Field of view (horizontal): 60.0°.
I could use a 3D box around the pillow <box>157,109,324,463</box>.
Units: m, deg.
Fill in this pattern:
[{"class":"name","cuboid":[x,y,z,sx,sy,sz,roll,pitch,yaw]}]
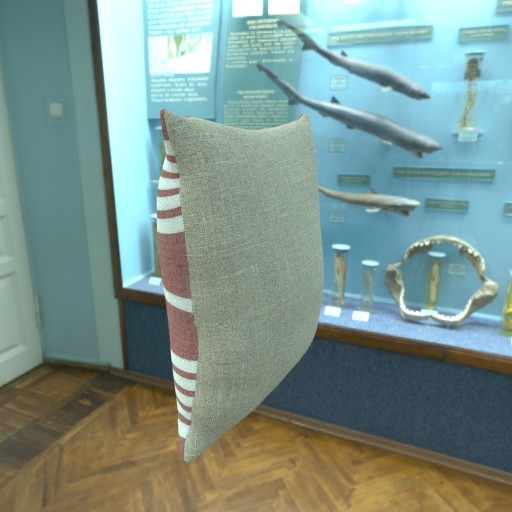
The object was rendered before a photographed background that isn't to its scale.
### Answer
[{"class":"pillow","cuboid":[0.000,0.000,0.679,0.182,0.427,0.439,8,18,24]}]
